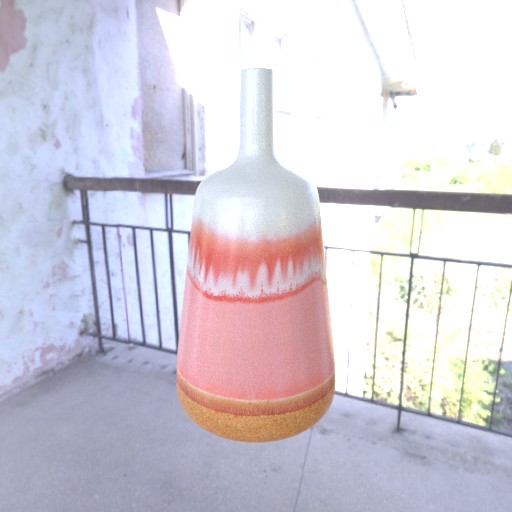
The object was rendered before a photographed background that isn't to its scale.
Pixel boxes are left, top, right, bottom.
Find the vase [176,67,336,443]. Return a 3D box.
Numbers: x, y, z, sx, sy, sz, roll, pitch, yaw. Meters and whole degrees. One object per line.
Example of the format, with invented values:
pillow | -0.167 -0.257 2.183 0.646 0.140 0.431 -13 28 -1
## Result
vase | 0.000 0.000 0.378 0.144 0.296 0.144 0 15 0
